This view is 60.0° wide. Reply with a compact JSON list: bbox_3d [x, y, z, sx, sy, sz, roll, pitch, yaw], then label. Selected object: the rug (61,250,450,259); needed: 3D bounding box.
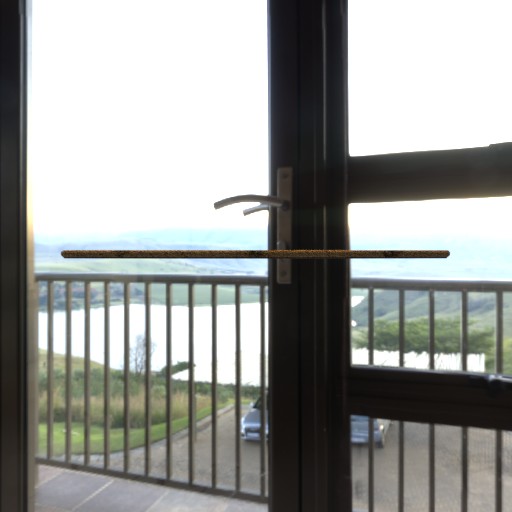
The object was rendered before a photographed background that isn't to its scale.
[{"bbox_3d":[0.000,0.000,2.148,1.200,0.025,1.600,0,0,0],"label":"rug"}]
